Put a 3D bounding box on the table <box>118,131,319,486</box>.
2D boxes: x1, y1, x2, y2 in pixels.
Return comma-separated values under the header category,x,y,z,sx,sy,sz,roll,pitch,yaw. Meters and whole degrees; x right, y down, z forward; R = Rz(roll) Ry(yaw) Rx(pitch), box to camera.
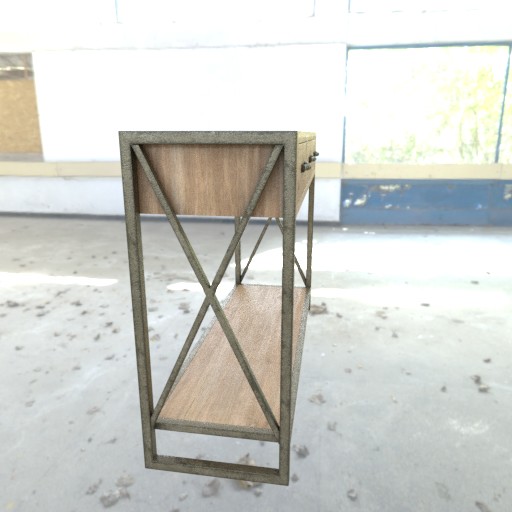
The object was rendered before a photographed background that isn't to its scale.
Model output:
category,x,y,z,sx,sy,sz,roll,pitch,yaw
table,0.000,0.000,1.415,0.361,0.763,1.059,3,16,9
